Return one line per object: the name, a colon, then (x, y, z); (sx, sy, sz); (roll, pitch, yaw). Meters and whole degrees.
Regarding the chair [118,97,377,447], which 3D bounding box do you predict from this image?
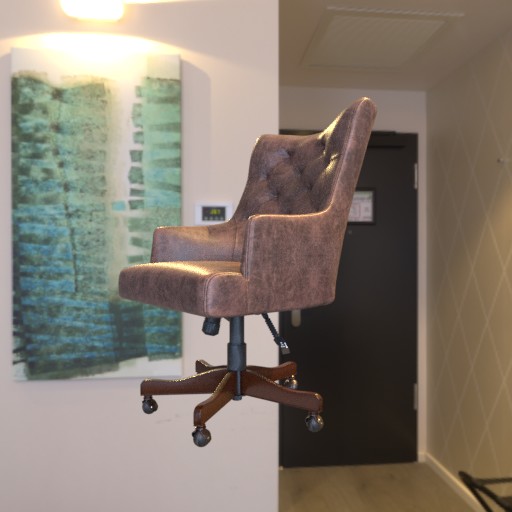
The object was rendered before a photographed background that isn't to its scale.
chair: (0.000, 0.000, 1.523); (0.762, 1.035, 0.641); (0, 0, -36)
